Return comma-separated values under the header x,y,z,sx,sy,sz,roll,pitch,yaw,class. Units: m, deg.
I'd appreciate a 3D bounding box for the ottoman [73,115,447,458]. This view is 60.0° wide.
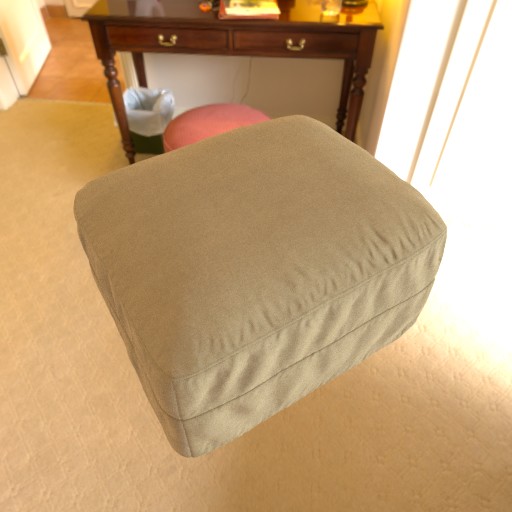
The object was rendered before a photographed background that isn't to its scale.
x,y,z,sx,sy,sz,roll,pitch,yaw,class
0.000,0.000,1.066,0.712,0.480,0.584,-24,51,-21,ottoman
